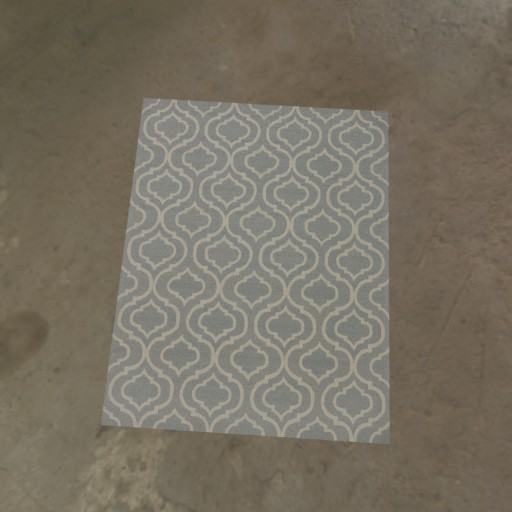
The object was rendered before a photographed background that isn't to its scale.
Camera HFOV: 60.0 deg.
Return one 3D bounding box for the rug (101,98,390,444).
[{"bbox_3d":[0.000,0.000,3.816,2.283,0.006,2.892,3,77,1],"label":"rug"}]
